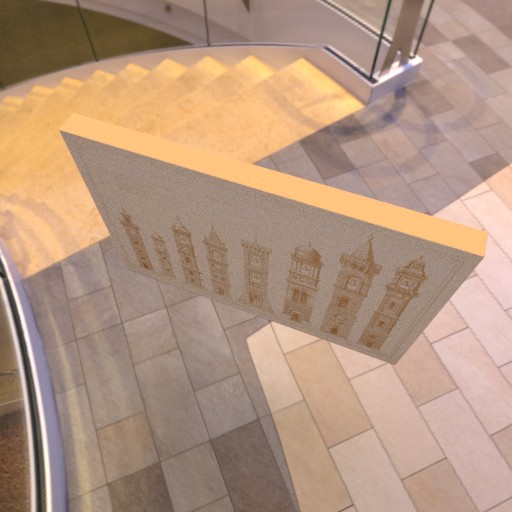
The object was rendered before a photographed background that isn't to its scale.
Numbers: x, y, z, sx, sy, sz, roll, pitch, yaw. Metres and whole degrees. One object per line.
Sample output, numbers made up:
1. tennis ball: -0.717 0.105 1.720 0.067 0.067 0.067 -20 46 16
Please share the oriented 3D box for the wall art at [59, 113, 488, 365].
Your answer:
1. wall art: 0.000 0.000 0.778 0.609 0.407 0.039 18 60 11
